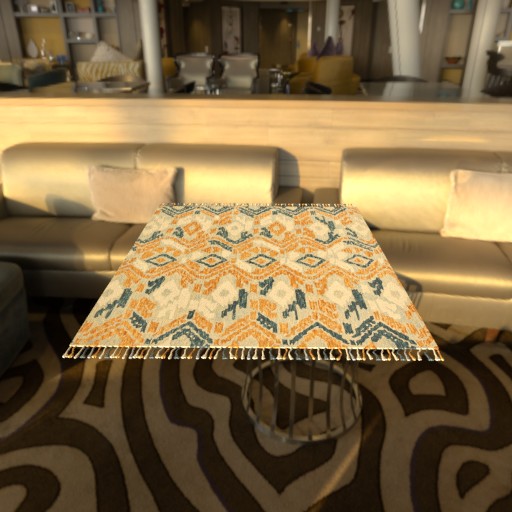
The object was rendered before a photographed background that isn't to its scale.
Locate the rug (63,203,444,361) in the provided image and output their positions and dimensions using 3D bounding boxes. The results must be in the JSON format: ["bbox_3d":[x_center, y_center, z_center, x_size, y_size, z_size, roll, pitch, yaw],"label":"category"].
[{"bbox_3d":[0.000,0.000,4.188,2.439,0.010,3.048,0,26,1],"label":"rug"}]
